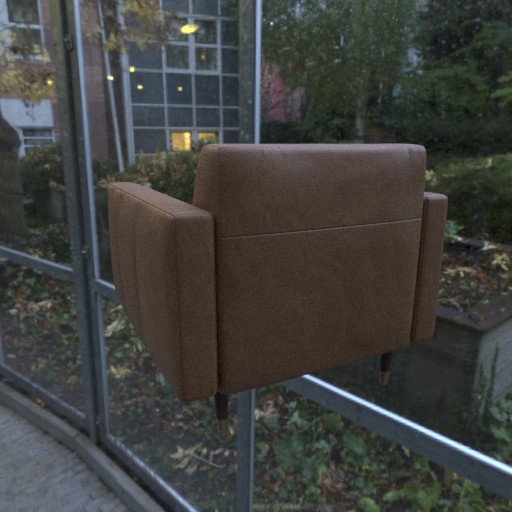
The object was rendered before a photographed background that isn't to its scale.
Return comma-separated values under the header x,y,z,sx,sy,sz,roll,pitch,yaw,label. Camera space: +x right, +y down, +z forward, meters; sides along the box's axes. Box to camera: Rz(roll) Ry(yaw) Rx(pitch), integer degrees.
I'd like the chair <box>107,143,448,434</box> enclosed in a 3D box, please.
x,y,z,sx,sy,sz,roll,pitch,yaw,label
0.000,0.000,1.668,0.953,0.819,0.998,-7,16,-26,chair
